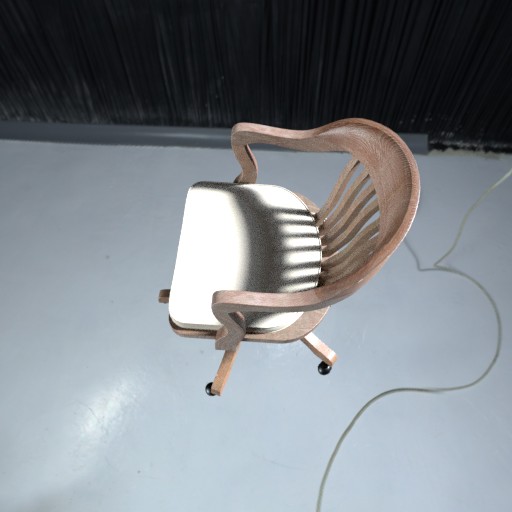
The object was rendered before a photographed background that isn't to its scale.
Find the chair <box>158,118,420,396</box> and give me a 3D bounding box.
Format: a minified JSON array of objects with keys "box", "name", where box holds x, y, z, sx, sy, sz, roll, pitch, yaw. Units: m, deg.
[{"box":[0.000,0.000,1.459,0.788,0.878,0.750,3,60,2],"name":"chair"}]
